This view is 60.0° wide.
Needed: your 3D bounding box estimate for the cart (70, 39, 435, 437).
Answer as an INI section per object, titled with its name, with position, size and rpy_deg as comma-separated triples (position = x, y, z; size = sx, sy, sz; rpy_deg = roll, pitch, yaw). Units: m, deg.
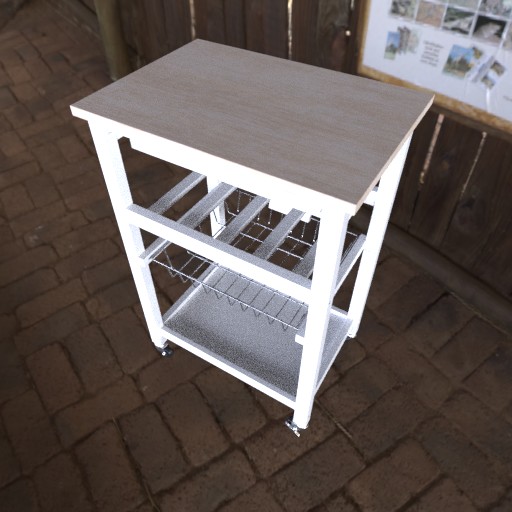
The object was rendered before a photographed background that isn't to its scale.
[cart]
position = 0.000, 0.000, 1.159
size = 0.578, 0.857, 0.406
rpy_deg = 23, 50, 21
